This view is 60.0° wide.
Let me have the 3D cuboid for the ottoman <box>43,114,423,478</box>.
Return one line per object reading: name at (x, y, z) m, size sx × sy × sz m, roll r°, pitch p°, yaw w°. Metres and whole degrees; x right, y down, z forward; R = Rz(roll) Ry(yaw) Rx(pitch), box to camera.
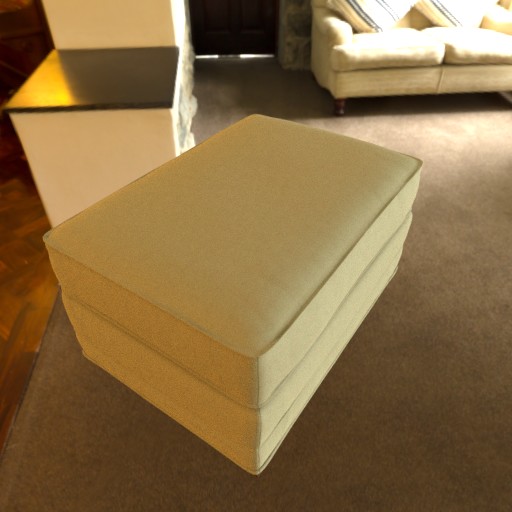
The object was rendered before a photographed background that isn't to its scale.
ottoman at (0.000, 0.000, 1.211) m, size 0.611 × 0.482 × 0.848 m, roll 24°, pitch 46°, yaw 26°
